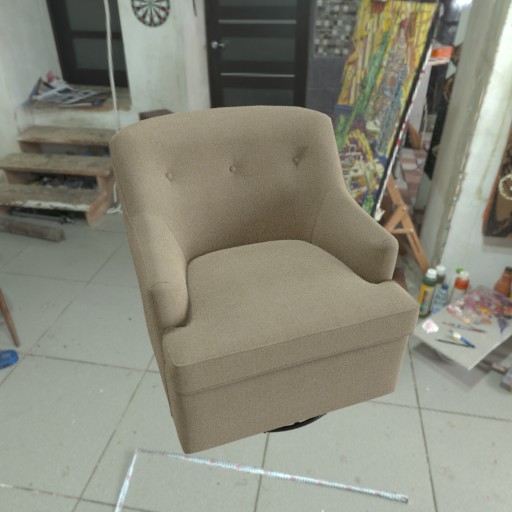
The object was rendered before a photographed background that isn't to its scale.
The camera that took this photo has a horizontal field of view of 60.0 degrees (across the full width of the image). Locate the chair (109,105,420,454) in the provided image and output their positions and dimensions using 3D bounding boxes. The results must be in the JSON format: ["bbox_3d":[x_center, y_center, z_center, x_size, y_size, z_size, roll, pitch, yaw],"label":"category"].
[{"bbox_3d":[0.000,0.000,1.597,0.864,0.856,0.923,-10,33,-16],"label":"chair"}]
